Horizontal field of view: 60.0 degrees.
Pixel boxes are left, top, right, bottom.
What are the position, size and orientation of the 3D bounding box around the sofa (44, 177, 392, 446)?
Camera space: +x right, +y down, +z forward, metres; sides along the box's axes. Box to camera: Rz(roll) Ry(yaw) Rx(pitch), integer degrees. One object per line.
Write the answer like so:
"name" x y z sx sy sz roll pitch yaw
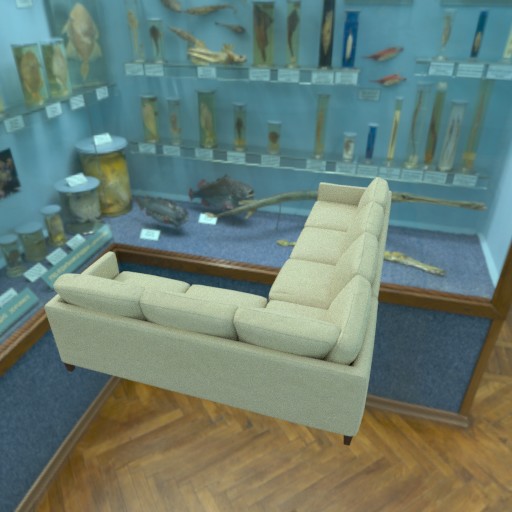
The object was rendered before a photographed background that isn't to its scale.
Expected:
"sofa" 0.000 0.000 4.663 2.593 0.947 3.302 9 33 15
